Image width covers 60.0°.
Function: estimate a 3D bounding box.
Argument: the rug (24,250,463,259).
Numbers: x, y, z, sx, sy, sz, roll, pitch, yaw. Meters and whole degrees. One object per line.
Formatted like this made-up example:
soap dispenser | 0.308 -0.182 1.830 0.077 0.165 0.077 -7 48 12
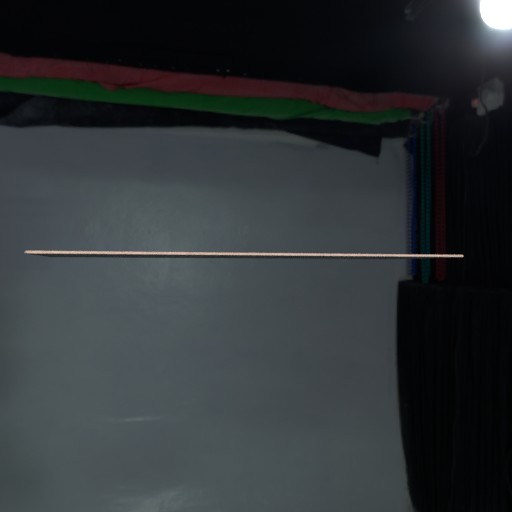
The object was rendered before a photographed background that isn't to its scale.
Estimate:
rug | 0.000 0.000 2.723 2.435 0.015 0.760 0 -2 -16
